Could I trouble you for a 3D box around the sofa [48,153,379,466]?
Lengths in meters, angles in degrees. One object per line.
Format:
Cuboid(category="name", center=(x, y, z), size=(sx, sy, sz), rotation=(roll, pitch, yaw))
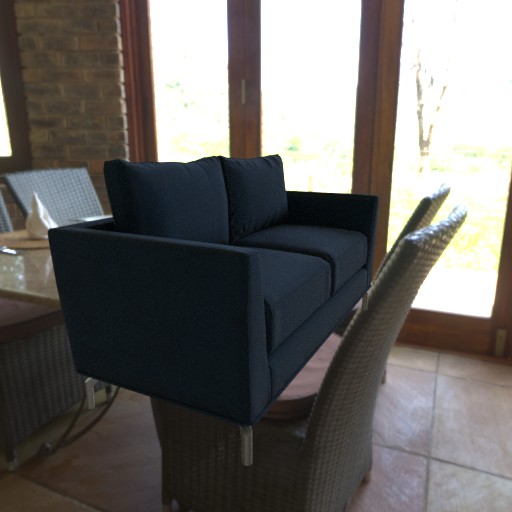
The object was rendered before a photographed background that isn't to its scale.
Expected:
Cuboid(category="sofa", center=(0.000, 0.000, 2.265), size=(0.853, 1.002, 1.770), rotation=(7, 16, 26))
